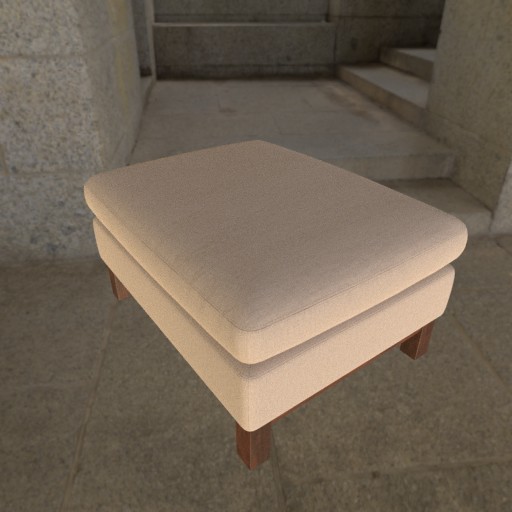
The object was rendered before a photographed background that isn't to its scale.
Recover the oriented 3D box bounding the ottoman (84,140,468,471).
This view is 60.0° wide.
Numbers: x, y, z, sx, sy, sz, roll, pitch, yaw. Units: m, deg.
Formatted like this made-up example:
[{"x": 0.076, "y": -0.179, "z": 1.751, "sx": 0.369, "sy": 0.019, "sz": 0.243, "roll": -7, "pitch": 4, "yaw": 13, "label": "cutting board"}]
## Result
[{"x": 0.000, "y": 0.000, "z": 1.121, "sx": 0.606, "sy": 0.420, "sz": 0.771, "roll": -21, "pitch": 37, "yaw": -30, "label": "ottoman"}]
